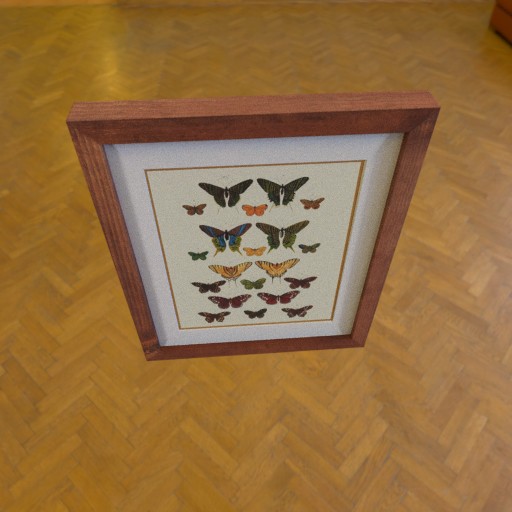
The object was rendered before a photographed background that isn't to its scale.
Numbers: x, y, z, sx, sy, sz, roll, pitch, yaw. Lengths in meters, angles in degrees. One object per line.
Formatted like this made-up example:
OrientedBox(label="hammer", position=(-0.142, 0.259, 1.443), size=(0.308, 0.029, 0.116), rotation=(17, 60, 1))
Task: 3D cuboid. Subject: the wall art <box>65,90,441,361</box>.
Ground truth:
OrientedBox(label="wall art", position=(0.000, 0.000, 0.619), size=(0.377, 0.449, 0.039), rotation=(-3, 46, -3))
